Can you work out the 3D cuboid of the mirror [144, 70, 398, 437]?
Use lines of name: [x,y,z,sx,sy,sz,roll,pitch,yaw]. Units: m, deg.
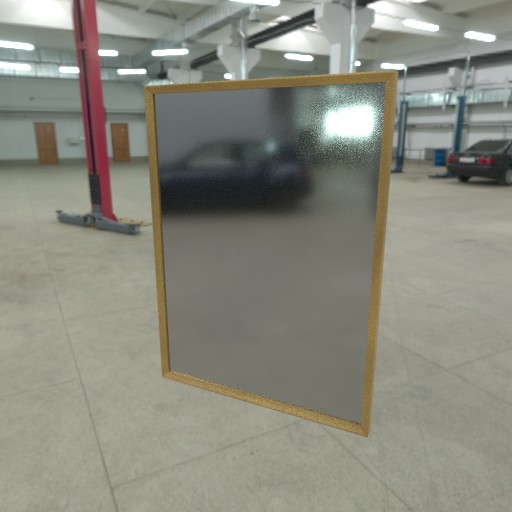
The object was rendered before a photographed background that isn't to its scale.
mirror: [0.000,0.000,1.366,0.762,1.016,0.041,8,17,26]
